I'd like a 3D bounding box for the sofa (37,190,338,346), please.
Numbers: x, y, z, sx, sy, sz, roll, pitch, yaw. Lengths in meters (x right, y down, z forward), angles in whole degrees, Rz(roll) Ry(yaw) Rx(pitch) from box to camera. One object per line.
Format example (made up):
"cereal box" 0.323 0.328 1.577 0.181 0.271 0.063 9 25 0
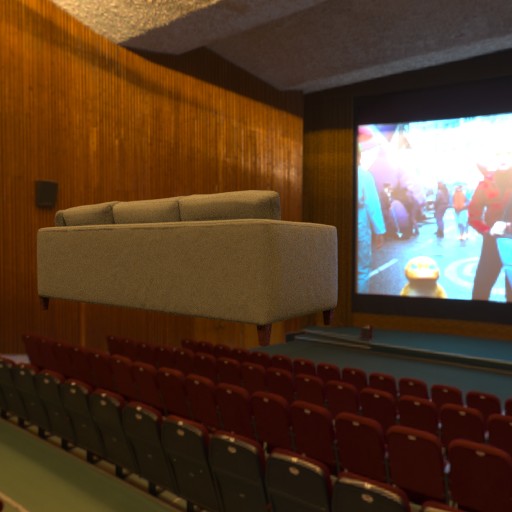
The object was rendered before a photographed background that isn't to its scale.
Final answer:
"sofa" 0.000 0.000 4.587 2.592 0.947 3.301 1 2 36
